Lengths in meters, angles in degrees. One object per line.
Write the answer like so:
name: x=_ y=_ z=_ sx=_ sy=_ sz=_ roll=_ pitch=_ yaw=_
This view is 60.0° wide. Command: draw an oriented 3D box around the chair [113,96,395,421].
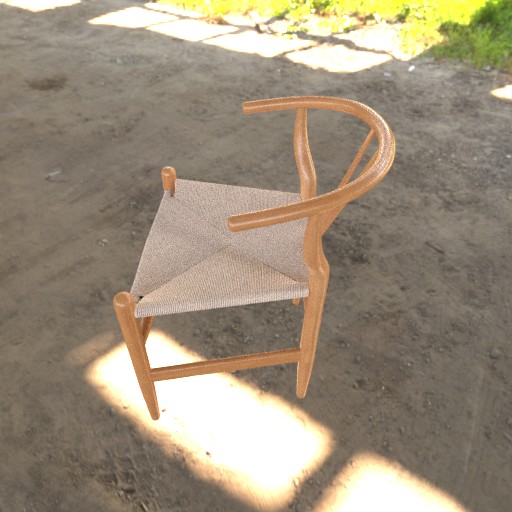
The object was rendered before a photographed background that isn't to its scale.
chair: x=0.000 y=0.000 z=1.178 sx=0.579 sy=0.730 sz=0.569 roll=1 pitch=41 yaw=1
